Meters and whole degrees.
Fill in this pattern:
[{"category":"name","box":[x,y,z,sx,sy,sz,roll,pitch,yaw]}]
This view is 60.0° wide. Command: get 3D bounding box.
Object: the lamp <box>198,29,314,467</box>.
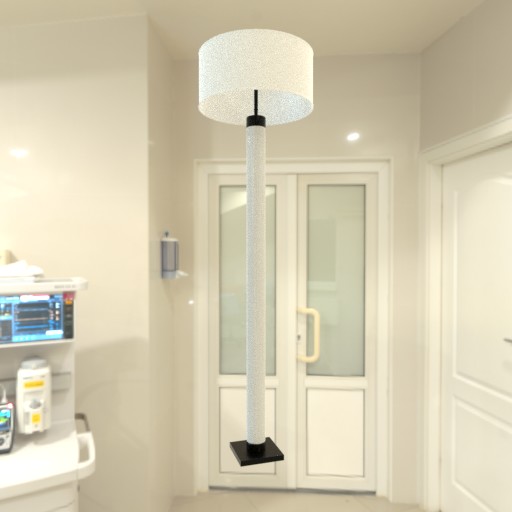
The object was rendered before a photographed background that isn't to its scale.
[{"category":"lamp","box":[0.000,0.000,1.635,0.420,1.475,0.420,0,1,-17]}]
